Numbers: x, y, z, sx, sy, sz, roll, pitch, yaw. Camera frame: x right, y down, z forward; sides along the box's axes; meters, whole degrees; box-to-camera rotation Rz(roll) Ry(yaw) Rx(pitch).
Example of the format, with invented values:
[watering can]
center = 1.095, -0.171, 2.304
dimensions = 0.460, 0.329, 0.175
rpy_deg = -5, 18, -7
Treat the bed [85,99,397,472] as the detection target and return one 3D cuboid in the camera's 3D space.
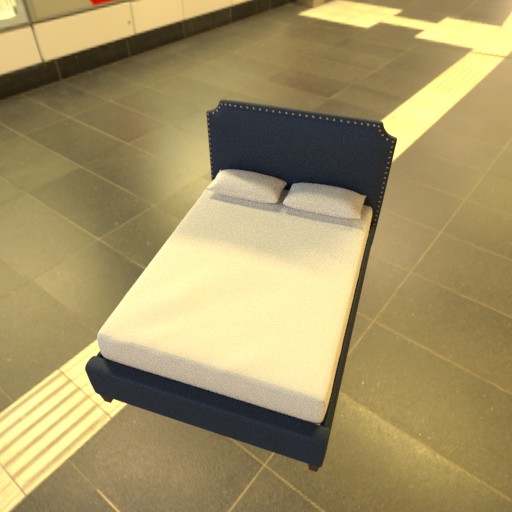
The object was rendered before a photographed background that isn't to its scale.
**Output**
[bed]
center = 0.000, 0.000, 3.469
dimensions = 1.712, 1.443, 2.372
rpy_deg = 13, 43, 14
